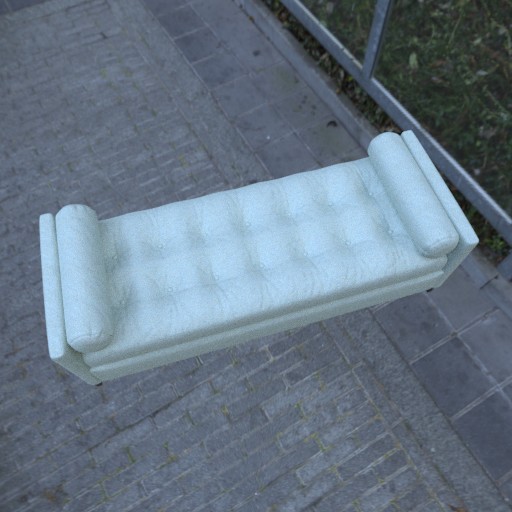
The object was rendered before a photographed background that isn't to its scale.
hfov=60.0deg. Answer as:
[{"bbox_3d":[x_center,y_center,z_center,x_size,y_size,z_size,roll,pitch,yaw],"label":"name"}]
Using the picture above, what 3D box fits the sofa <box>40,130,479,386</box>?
[{"bbox_3d":[0.000,0.000,2.472,2.102,0.705,0.796,-14,63,-8],"label":"sofa"}]
